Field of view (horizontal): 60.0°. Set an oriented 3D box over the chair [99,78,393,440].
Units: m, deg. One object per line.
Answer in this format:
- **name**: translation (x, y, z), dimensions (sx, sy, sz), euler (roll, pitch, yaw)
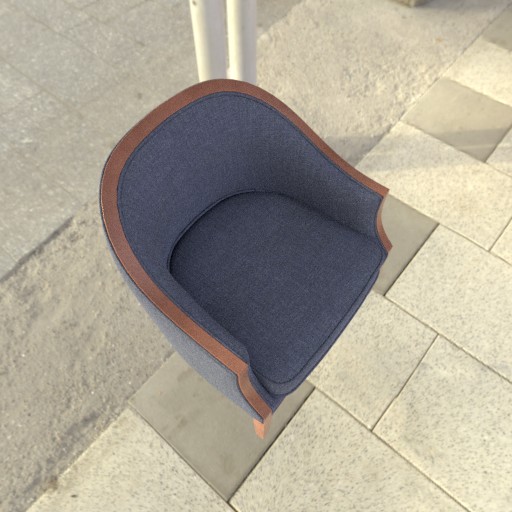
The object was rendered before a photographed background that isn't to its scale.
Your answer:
- **chair**: translation (0.000, 0.000, 1.496), dimensions (0.735, 0.876, 0.803), euler (34, 64, 19)
